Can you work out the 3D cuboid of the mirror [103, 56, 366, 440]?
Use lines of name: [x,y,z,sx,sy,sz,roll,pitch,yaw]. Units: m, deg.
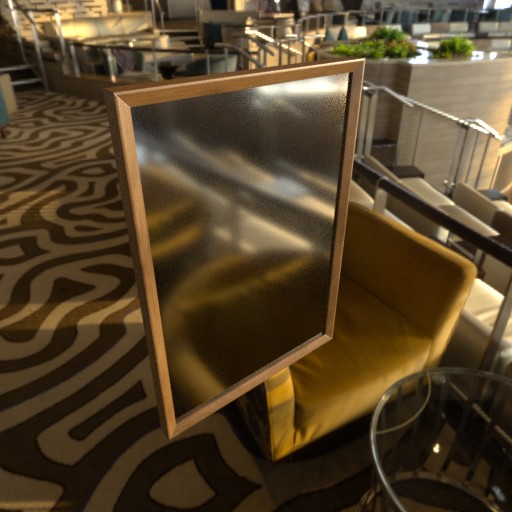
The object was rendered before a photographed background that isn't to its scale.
mirror: [0.000,0.000,0.909,0.508,0.711,0.039,-23,38,-32]
